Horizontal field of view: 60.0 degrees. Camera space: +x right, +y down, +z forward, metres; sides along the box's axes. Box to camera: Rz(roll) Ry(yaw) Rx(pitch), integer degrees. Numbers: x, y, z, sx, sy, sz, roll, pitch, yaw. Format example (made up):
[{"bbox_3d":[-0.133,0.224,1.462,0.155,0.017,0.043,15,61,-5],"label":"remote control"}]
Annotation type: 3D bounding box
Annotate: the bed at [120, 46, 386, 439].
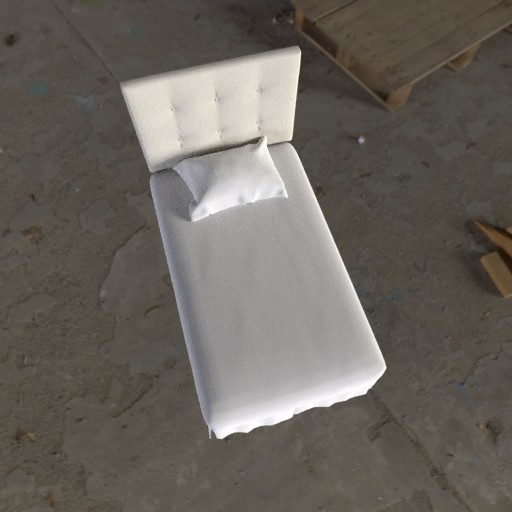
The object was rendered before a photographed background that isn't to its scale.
[{"bbox_3d":[0.000,0.000,3.003,1.261,1.571,1.997,-15,65,-7],"label":"bed"}]
